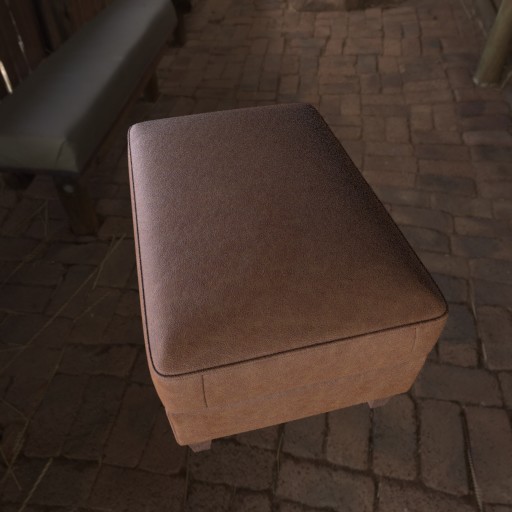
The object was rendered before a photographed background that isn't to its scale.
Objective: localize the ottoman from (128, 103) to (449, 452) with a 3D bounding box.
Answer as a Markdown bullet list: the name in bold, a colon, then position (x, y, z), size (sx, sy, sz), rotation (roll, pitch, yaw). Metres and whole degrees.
- **ottoman**: position (0.000, 0.000, 1.184), size (0.584, 0.483, 0.864), rotation (-10, 47, -10)
